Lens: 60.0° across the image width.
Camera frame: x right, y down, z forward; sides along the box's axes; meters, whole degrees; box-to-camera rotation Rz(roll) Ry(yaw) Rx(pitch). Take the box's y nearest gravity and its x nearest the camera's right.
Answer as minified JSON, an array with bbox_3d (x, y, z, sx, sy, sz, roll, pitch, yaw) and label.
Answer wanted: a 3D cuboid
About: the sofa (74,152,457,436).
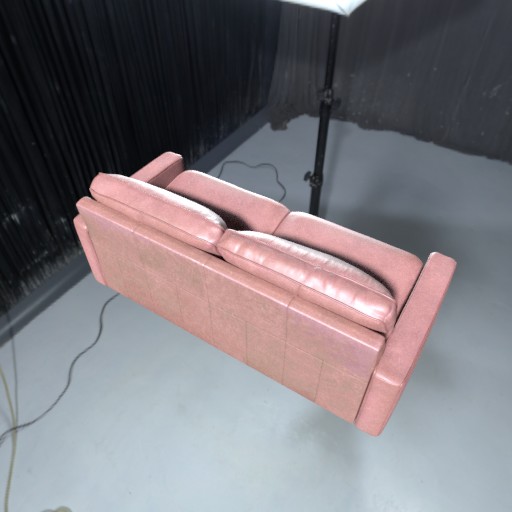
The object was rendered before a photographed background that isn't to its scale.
[{"bbox_3d":[0.000,0.000,2.634,2.080,0.919,0.940,24,50,22],"label":"sofa"}]
